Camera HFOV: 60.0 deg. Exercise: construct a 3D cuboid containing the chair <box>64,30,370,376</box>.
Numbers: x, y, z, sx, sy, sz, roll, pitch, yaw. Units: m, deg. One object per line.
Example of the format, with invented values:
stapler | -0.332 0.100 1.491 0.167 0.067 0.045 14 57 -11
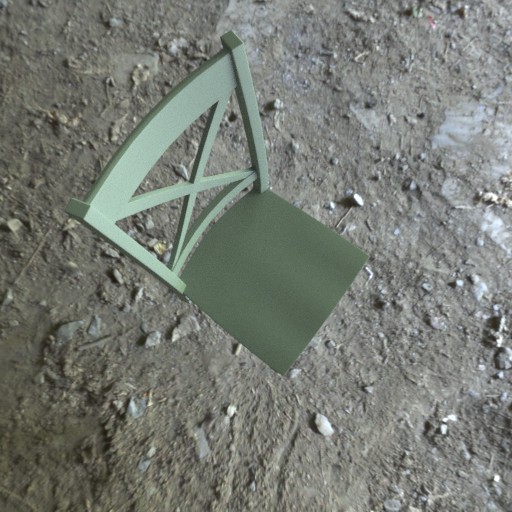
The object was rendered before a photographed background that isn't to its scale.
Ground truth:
chair | 0.000 0.000 1.278 0.542 0.983 0.485 36 78 9
